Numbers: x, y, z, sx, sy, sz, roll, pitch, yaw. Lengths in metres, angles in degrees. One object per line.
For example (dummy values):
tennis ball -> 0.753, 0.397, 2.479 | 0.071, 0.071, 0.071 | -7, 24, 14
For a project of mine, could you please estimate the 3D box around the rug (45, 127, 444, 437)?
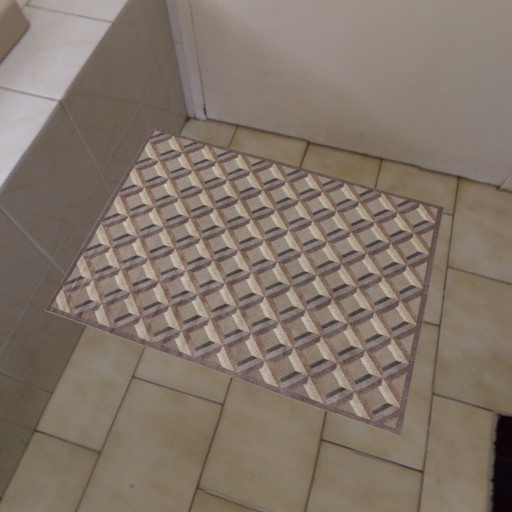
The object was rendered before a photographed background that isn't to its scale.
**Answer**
rug -> 0.000, 0.000, 2.953 | 2.260, 0.013, 1.600 | 17, 65, 9
